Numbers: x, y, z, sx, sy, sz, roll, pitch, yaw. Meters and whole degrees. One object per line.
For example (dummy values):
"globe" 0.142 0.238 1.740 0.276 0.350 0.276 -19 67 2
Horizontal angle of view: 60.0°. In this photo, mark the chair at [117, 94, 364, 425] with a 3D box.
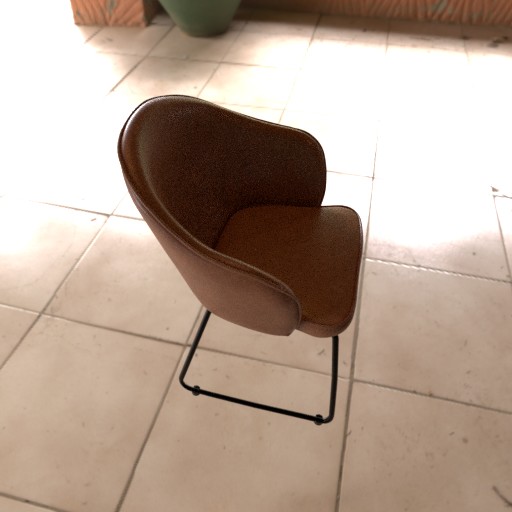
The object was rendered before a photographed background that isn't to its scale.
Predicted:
"chair" 0.000 0.000 1.227 0.580 0.785 0.582 9 46 9
